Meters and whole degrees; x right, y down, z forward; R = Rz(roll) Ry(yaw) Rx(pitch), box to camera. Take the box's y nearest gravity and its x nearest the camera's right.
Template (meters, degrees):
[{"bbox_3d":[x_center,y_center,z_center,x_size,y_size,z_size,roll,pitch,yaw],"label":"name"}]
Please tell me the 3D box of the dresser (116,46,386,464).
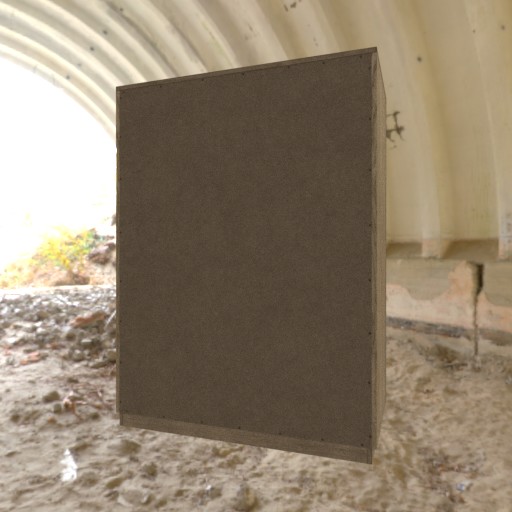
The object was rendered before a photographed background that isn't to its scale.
[{"bbox_3d":[0.000,0.000,1.760,0.967,1.295,0.483,0,0,20],"label":"dresser"}]
